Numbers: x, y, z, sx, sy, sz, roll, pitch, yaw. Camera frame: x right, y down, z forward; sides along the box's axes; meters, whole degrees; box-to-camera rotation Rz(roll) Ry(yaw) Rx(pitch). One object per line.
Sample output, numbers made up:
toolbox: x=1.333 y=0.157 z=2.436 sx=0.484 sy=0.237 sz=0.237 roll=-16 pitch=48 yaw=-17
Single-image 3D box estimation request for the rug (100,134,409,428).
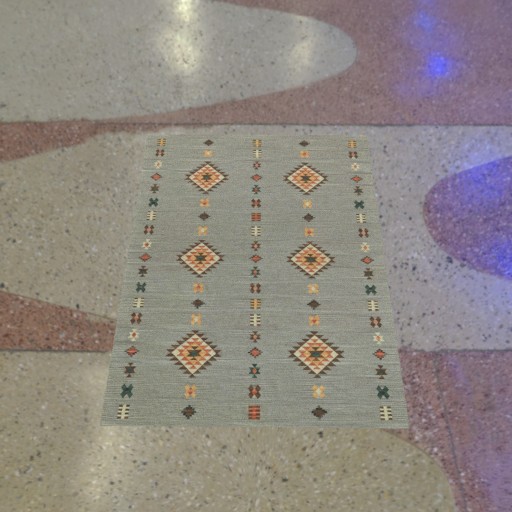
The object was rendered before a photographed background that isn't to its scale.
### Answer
rug: x=0.000 y=0.000 z=4.181 sx=2.425 sy=0.008 sz=3.035 roll=0 pitch=62 yaw=0
